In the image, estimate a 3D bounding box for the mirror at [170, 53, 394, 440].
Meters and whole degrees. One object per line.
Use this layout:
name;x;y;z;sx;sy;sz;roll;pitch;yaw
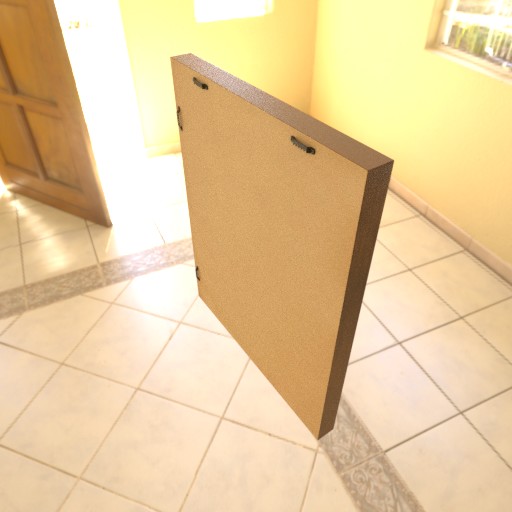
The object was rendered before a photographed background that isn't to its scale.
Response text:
mirror;0.000;0.000;0.704;0.041;0.509;0.406;-24;46;-25
